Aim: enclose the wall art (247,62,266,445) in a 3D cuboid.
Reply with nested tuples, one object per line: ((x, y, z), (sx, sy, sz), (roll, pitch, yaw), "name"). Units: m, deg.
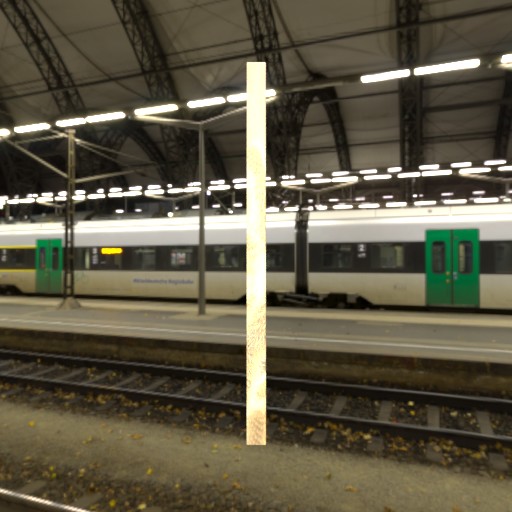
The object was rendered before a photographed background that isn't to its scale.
((0.000, 0.000, 1.446), (0.041, 0.758, 1.142), (0, -1, 0), "wall art")
